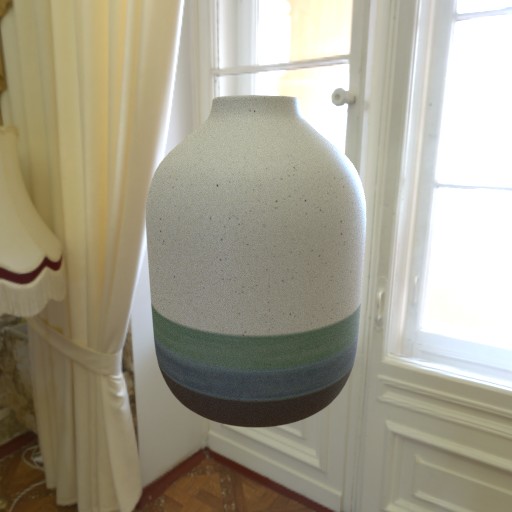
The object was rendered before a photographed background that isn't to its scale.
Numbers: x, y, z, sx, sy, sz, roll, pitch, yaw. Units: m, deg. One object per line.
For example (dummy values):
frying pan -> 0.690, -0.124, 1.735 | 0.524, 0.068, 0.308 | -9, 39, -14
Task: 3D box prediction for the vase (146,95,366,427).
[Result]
vase -> 0.000, 0.000, 0.358 | 0.169, 0.240, 0.169 | 0, 16, 0
